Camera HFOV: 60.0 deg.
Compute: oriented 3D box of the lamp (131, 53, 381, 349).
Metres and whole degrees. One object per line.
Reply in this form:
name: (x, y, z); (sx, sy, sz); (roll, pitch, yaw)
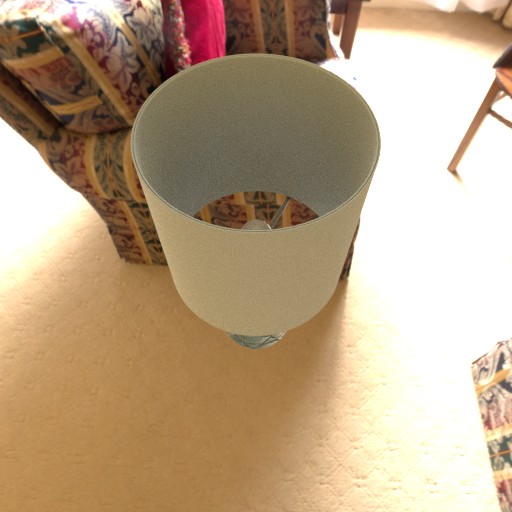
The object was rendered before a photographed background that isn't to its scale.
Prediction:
lamp: (0.000, 0.000, 0.505); (0.193, 0.377, 0.193); (-30, 63, -17)
